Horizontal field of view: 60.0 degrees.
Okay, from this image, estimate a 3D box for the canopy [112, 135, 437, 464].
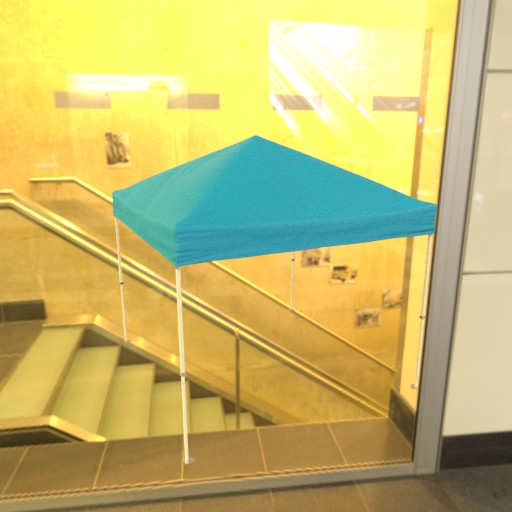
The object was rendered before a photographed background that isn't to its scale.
[{"bbox_3d":[0.000,0.000,5.690,2.998,2.997,2.996,-7,16,-26],"label":"canopy"}]
